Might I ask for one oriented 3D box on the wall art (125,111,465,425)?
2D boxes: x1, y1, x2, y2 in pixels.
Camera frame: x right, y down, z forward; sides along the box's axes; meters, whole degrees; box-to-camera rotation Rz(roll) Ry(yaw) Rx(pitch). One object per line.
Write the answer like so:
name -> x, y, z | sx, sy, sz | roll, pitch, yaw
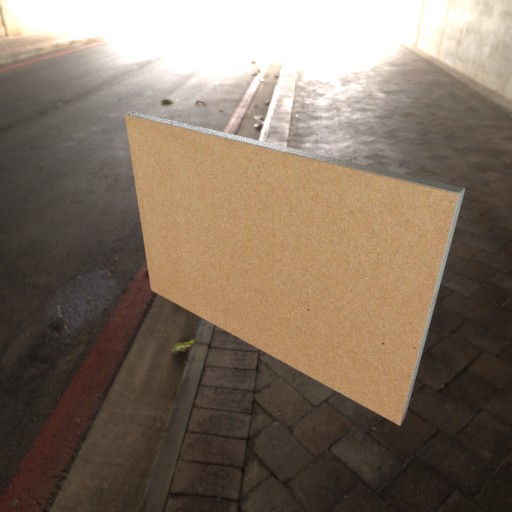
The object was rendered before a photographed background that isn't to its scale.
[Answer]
wall art -> 0.000, 0.000, 0.787 | 0.615, 0.410, 0.021 | 22, 38, 32
